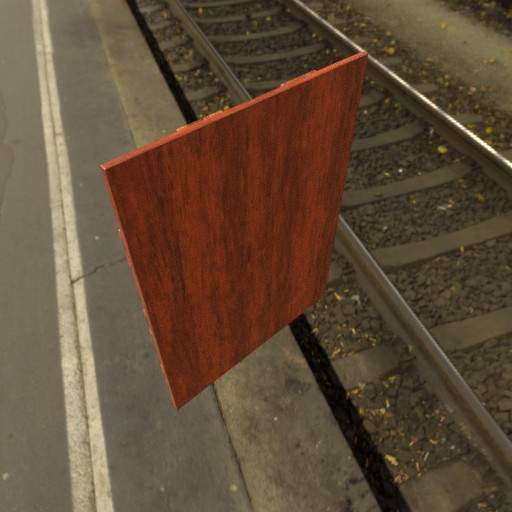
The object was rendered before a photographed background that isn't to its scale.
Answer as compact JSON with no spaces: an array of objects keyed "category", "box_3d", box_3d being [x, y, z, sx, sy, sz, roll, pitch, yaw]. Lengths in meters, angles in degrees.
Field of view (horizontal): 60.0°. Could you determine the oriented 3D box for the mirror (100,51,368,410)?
[{"category":"mirror","box_3d":[0.000,0.000,1.071,0.600,0.805,0.021,-33,55,-27]}]
